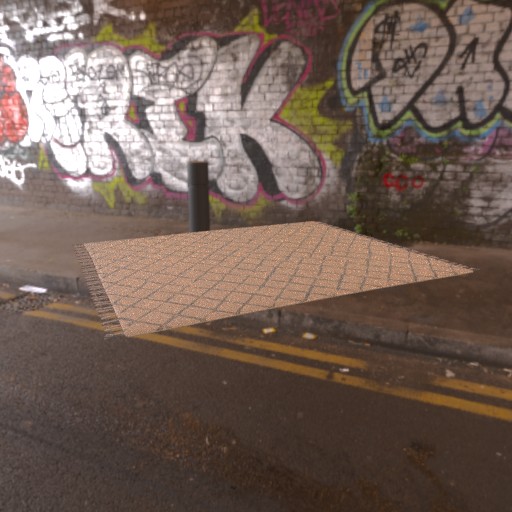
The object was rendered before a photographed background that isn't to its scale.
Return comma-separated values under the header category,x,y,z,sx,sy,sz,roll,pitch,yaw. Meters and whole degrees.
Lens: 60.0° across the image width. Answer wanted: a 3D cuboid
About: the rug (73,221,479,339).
category,x,y,z,sx,sy,sz,roll,pitch,yaw
rug,0.000,0.000,4.888,3.585,0.036,2.892,-7,17,-25
